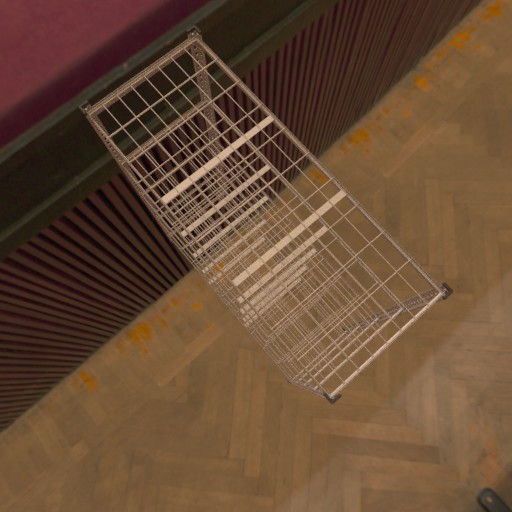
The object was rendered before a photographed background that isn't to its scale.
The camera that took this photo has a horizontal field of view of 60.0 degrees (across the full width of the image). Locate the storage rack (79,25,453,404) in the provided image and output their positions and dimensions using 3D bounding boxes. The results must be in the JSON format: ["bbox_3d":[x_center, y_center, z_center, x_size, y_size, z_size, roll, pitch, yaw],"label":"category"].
[{"bbox_3d":[0.000,0.000,2.675,0.610,1.981,1.524,-40,79,-9],"label":"storage rack"}]
